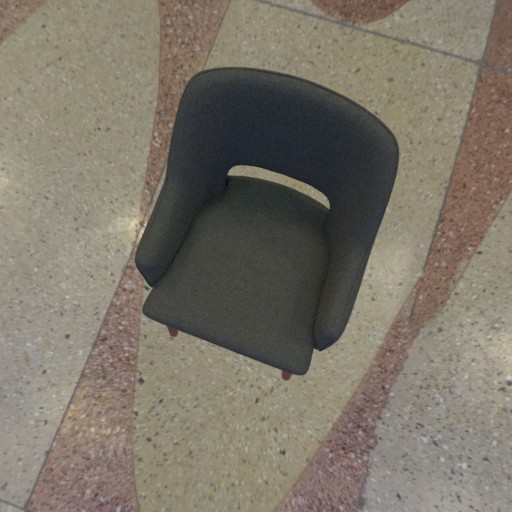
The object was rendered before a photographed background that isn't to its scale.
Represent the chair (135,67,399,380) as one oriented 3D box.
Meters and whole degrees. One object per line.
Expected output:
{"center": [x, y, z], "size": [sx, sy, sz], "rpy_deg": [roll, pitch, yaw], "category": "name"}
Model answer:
{"center": [0.000, 0.000, 1.214], "size": [0.559, 0.838, 0.560], "rpy_deg": [20, 76, 5], "category": "chair"}
